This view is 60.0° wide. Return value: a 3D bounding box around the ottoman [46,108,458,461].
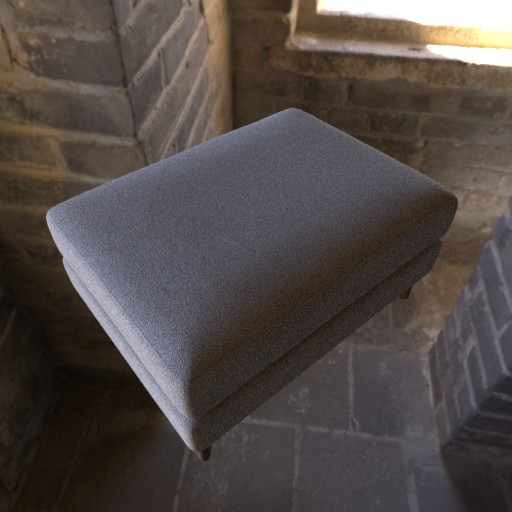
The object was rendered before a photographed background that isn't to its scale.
[{"bbox_3d":[0.000,0.000,1.180,0.821,0.441,0.611,-31,53,-27],"label":"ottoman"}]
